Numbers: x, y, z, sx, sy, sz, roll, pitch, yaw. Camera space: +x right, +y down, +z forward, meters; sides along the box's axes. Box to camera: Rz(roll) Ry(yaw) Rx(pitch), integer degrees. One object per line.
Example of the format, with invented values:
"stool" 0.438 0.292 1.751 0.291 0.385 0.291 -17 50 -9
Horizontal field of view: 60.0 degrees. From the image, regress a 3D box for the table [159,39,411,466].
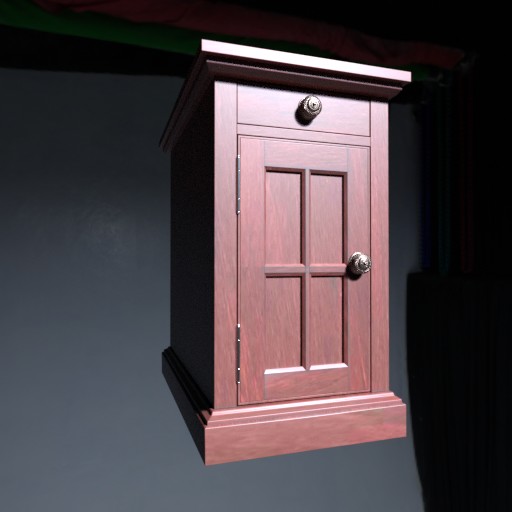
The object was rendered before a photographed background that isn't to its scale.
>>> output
"table" 0.000 0.000 0.962 0.356 0.612 0.584 0 -1 -18
